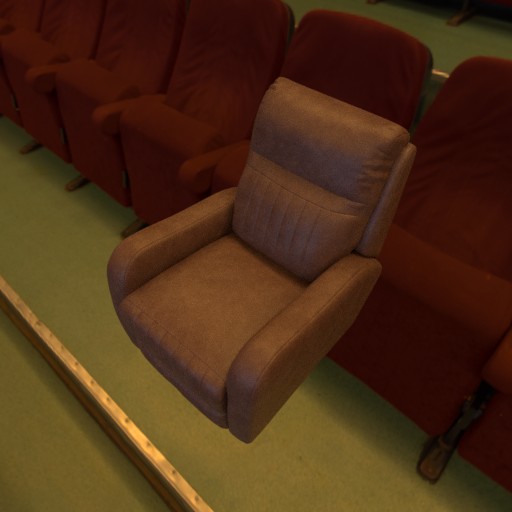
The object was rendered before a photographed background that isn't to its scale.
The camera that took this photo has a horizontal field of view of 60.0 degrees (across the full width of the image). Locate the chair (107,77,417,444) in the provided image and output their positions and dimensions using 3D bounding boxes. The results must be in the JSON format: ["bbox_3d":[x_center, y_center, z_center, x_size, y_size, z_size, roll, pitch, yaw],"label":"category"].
[{"bbox_3d":[0.000,0.000,1.851,0.865,1.067,1.067,34,55,28],"label":"chair"}]
